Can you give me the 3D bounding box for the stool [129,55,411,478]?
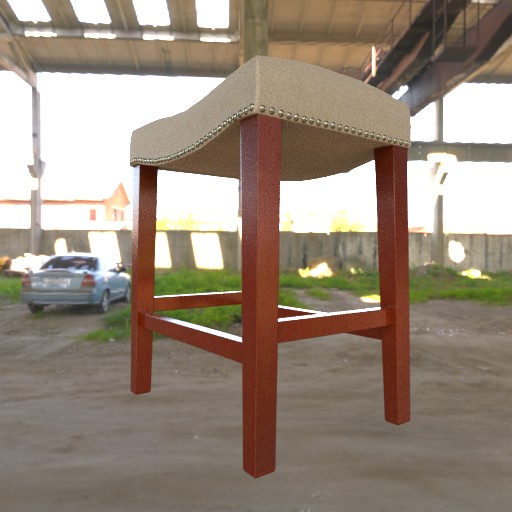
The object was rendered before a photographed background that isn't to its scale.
[{"bbox_3d":[0.000,0.000,0.936,0.375,0.632,0.509,0,1,-36],"label":"stool"}]
